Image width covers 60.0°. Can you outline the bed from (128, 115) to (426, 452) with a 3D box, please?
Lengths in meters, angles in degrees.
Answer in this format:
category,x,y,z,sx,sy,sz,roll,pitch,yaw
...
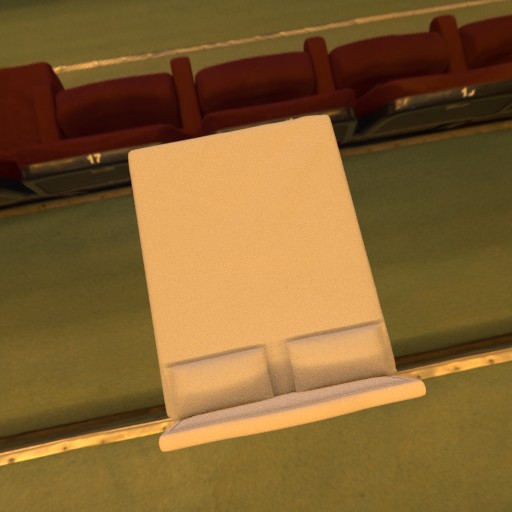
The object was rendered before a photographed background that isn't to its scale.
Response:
category,x,y,z,sx,sy,sz,roll,pitch,yaw
bed,0.000,0.000,3.631,1.977,1.437,2.477,-11,77,-3
